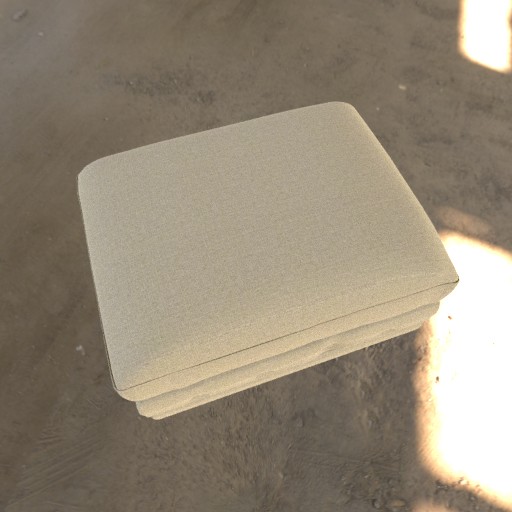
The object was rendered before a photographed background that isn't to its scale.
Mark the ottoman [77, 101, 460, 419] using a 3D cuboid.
[{"bbox_3d":[0.000,0.000,1.041,0.684,0.463,0.541,-16,61,-9],"label":"ottoman"}]
